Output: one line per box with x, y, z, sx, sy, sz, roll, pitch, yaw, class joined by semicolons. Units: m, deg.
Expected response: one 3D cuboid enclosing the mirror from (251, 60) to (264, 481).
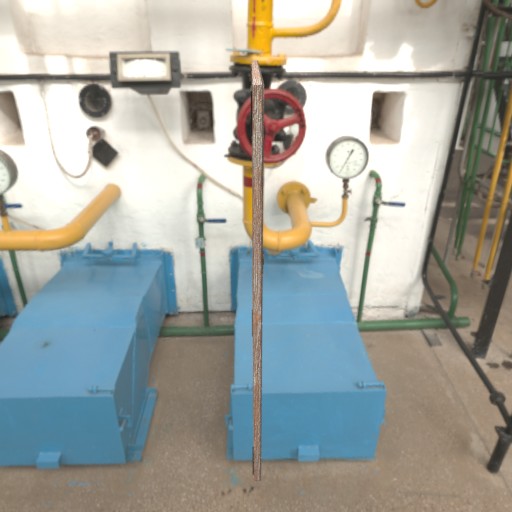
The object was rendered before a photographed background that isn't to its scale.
0.000;0.000;1.277;0.025;0.996;0.705;0;27;-1;mirror
